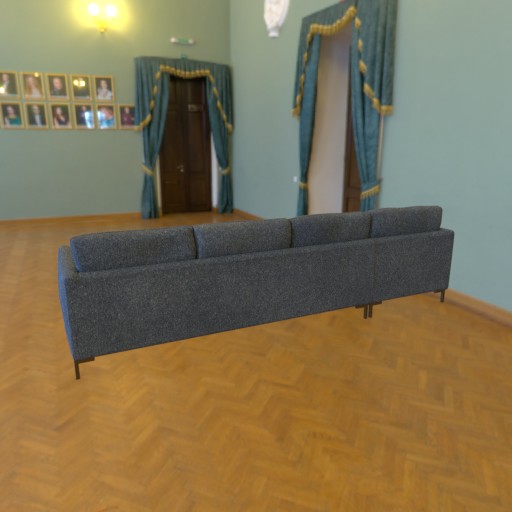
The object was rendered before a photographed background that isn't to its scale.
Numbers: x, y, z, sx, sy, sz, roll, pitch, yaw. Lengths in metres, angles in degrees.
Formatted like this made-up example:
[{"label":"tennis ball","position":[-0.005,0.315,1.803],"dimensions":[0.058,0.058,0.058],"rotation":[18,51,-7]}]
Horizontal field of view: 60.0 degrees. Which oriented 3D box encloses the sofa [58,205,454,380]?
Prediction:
[{"label":"sofa","position":[0.000,0.000,3.557],"dimensions":[2.932,0.810,1.350],"rotation":[-7,16,-25]}]
